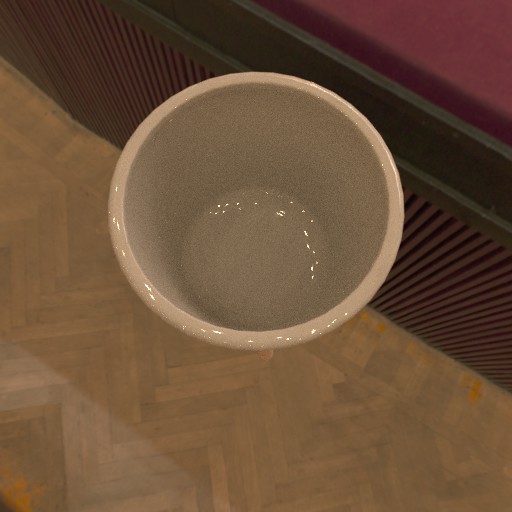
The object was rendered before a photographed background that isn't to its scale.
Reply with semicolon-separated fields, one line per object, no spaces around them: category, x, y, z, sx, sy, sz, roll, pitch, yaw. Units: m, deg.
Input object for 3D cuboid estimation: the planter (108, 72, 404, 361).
planter;0.000;0.000;0.481;0.217;0.331;0.217;34;78;8
